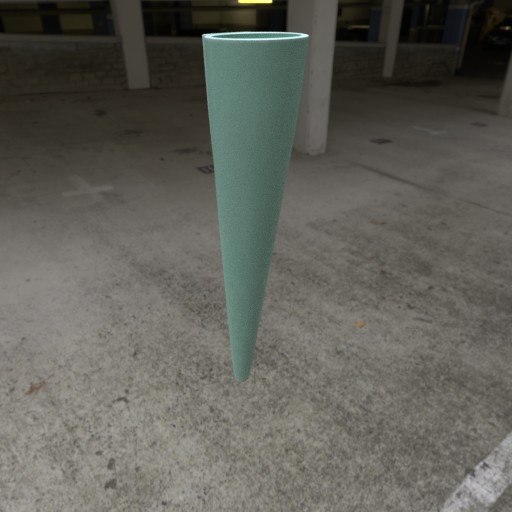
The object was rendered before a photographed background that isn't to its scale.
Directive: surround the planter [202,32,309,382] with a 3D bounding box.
[{"bbox_3d":[0.000,0.000,0.298,0.054,0.268,0.055,-21,37,-31],"label":"planter"}]
